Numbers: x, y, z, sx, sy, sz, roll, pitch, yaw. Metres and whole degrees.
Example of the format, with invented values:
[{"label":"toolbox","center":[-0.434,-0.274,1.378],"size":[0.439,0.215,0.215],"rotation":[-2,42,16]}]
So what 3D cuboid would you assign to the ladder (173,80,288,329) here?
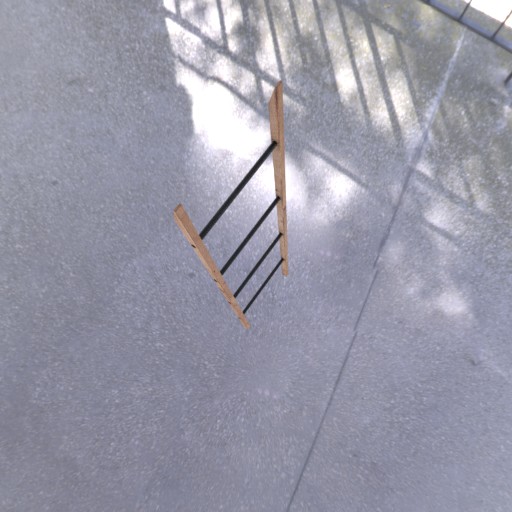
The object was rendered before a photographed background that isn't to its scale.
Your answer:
[{"label":"ladder","center":[0.000,0.000,1.942],"size":[0.200,1.805,0.442],"rotation":[35,78,9]}]
